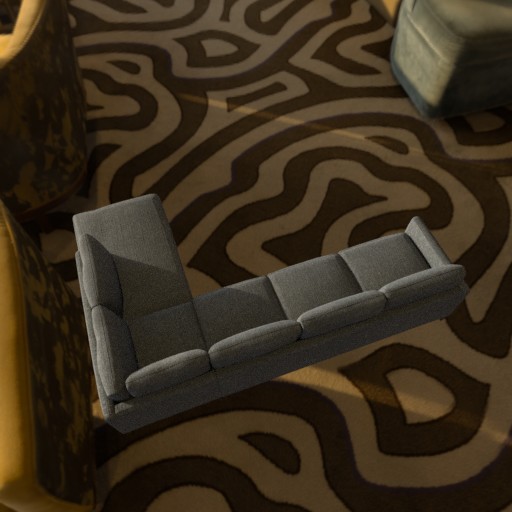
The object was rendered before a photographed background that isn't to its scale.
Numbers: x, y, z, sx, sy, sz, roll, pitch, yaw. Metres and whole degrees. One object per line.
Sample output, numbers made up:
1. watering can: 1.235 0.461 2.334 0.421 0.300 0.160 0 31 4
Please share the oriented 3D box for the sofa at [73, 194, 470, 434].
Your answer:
1. sofa: 0.000 0.000 3.894 2.949 0.815 2.007 -17 60 -10
